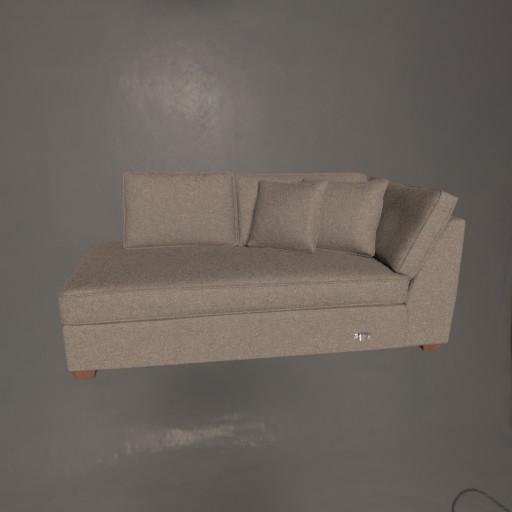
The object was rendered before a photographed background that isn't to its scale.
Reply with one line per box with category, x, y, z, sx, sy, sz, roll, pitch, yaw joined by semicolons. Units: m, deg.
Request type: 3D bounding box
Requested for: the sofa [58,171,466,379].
sofa;0.000;0.000;2.883;2.237;1.033;1.110;-2;16;-8
